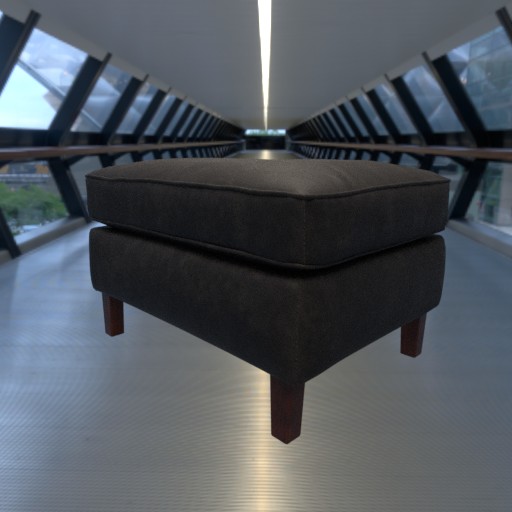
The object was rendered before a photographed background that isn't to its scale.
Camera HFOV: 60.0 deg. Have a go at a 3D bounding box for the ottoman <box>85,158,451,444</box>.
[{"bbox_3d":[0.000,0.000,0.965,0.501,0.413,0.665,-13,18,-43],"label":"ottoman"}]
